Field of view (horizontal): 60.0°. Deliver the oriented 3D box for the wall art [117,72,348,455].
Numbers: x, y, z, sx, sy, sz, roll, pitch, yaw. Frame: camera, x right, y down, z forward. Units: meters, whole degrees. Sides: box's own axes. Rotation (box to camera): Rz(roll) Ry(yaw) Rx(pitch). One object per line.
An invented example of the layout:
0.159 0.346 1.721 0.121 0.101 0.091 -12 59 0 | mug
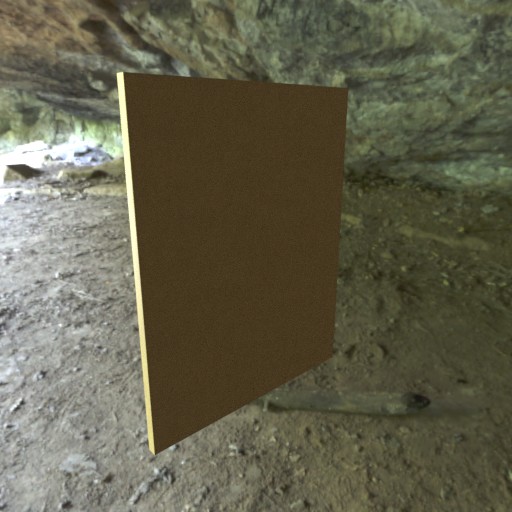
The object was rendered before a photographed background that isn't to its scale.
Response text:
0.000 0.000 1.366 0.798 1.002 0.030 -15 23 -40 | wall art
